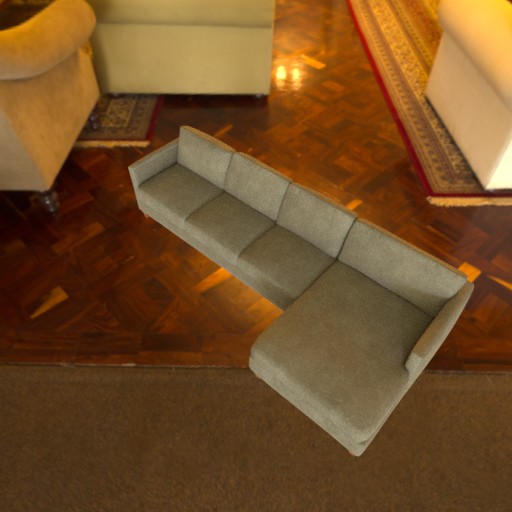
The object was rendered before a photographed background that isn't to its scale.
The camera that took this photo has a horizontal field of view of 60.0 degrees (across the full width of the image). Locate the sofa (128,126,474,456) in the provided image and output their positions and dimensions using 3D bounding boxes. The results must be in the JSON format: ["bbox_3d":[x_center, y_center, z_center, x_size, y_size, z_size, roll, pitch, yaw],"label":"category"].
[{"bbox_3d":[0.000,0.000,4.188,3.471,0.950,1.604,34,56,26],"label":"sofa"}]
